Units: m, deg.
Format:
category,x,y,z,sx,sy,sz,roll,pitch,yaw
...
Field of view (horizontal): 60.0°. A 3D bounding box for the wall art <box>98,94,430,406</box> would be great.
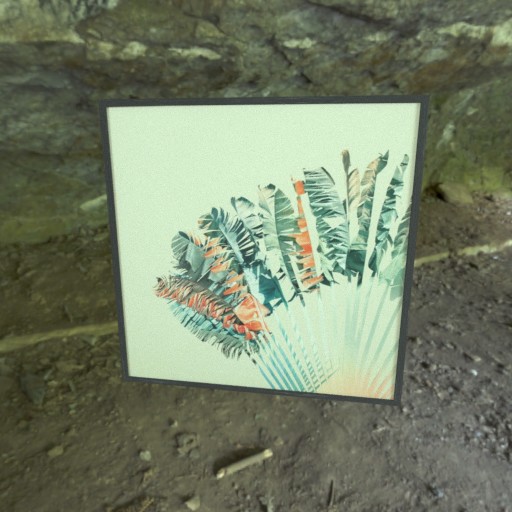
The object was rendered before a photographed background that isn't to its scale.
category,x,y,z,sx,sy,sz,roll,pitch,yaw
wall art,0.000,0.000,1.125,0.762,0.758,0.043,2,15,9
